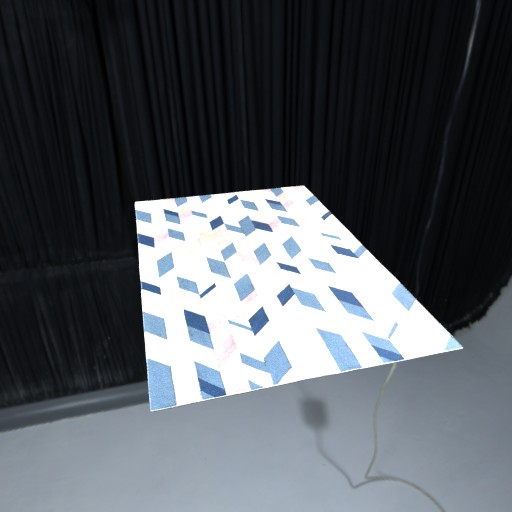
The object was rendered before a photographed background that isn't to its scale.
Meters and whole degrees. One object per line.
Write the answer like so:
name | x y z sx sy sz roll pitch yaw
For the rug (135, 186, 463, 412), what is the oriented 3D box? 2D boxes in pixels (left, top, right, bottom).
rug | 0.000 0.000 2.342 1.202 0.006 1.813 -7 31 -13
